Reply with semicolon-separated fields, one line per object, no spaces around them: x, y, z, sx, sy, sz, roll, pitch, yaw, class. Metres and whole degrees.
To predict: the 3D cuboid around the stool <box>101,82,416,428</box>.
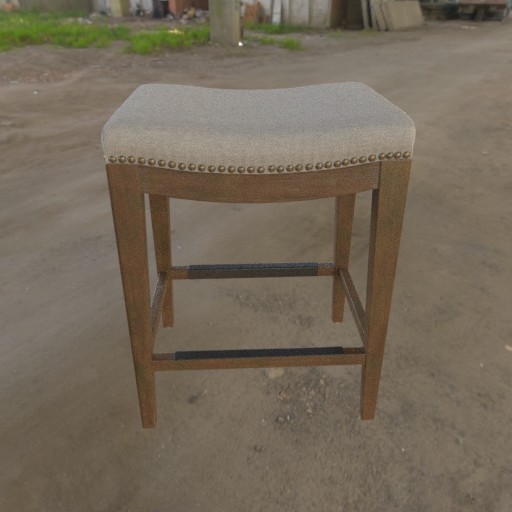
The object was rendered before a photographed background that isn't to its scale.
0.000;0.000;0.953;0.508;0.660;0.356;-1;32;-2;stool
